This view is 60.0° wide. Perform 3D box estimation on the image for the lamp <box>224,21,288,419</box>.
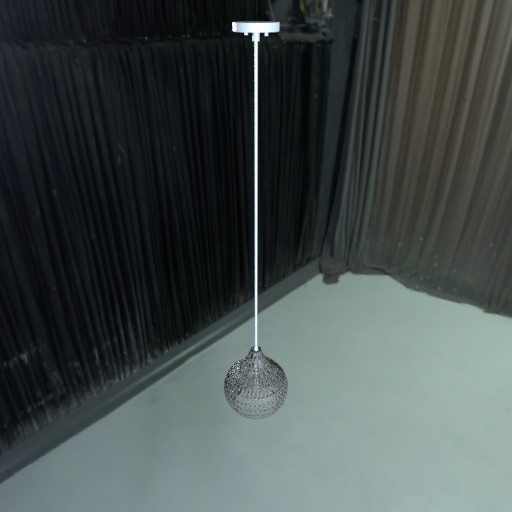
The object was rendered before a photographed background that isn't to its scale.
[{"bbox_3d":[0.000,0.000,2.055,0.355,1.919,0.355,21,36,32],"label":"lamp"}]
